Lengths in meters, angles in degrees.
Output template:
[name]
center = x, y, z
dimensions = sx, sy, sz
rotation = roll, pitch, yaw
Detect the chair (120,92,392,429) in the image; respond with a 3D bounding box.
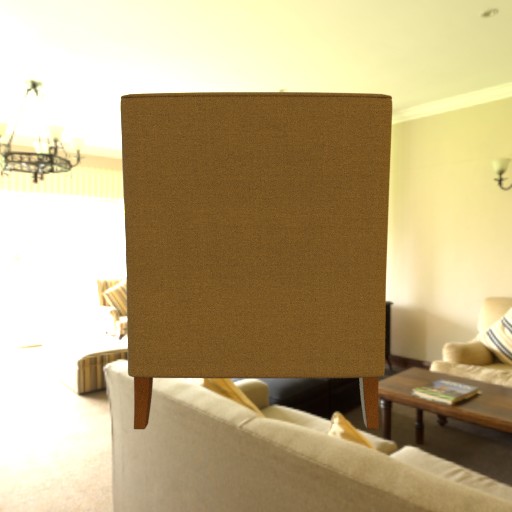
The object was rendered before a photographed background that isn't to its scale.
[chair]
center = 0.000, 0.000, 1.826
dimensions = 0.866, 1.056, 1.040
rotation = 0, 1, 0
